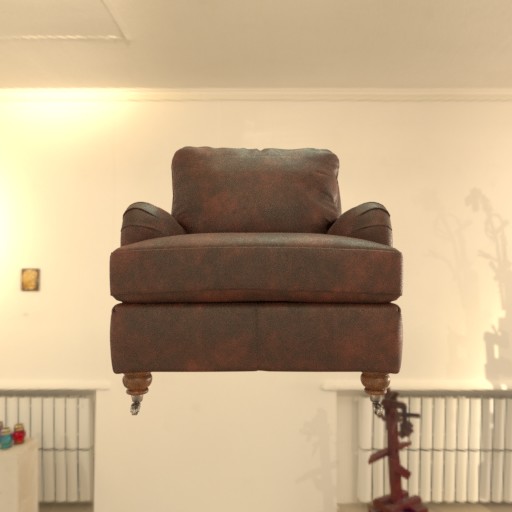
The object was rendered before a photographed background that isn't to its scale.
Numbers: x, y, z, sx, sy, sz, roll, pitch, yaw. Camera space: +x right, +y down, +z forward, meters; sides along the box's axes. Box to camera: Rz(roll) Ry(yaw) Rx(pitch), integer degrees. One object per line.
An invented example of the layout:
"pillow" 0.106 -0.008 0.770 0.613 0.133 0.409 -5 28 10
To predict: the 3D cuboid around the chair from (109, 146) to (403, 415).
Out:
"chair" 0.000 0.000 1.961 0.987 1.051 1.156 0 -1 0
